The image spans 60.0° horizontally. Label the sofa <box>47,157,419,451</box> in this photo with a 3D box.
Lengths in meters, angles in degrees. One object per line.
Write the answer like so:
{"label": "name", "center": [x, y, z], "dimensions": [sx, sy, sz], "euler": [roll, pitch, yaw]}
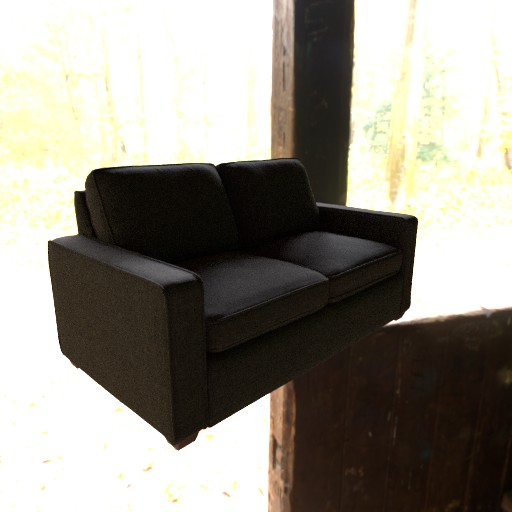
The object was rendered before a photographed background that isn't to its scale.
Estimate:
{"label": "sofa", "center": [0.000, 0.000, 2.236], "dimensions": [0.947, 0.918, 1.709], "euler": [15, 21, 43]}
